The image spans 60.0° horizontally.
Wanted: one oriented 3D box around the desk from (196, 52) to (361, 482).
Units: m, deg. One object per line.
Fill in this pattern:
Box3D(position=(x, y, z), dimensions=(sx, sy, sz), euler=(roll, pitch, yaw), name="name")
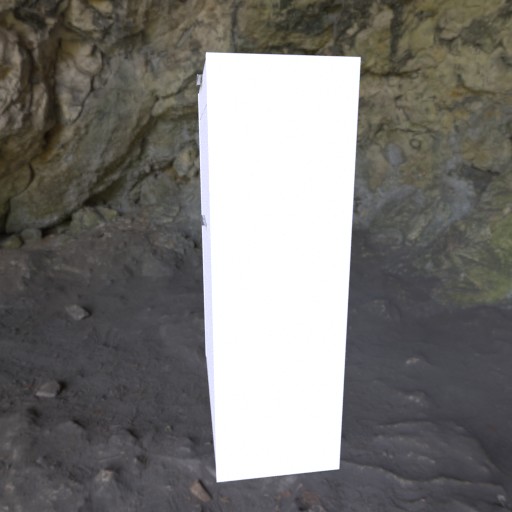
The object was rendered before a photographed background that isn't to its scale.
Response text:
Box3D(position=(0.000, 0.000, 1.603), dimensions=(0.390, 1.190, 0.850), euler=(-2, 14, -8), name="desk")
